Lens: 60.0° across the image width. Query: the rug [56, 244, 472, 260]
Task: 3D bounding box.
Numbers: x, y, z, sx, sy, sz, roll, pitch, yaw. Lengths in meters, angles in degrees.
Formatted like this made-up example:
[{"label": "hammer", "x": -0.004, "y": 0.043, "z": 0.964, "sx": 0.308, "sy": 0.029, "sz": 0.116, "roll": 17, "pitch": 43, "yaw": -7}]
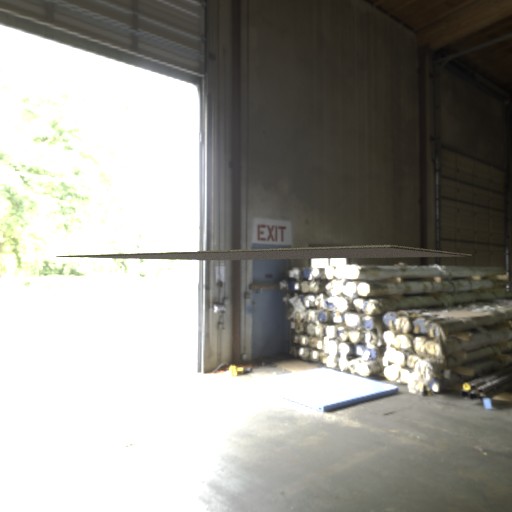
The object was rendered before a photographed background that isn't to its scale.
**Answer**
[{"label": "rug", "x": 0.000, "y": 0.000, "z": 3.059, "sx": 2.438, "sy": 0.012, "sz": 1.524, "roll": -1, "pitch": -2, "yaw": 36}]
